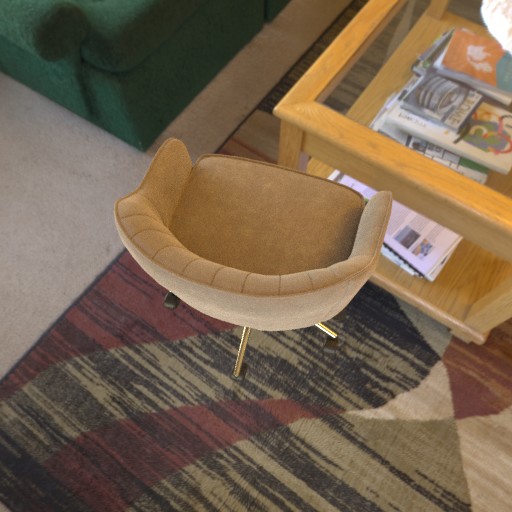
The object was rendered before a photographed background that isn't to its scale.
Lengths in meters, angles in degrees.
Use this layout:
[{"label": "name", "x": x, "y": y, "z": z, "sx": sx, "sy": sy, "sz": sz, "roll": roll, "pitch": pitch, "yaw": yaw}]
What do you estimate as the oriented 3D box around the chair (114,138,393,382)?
[{"label": "chair", "x": 0.000, "y": 0.000, "z": 1.260, "sx": 0.635, "sy": 0.831, "sz": 0.573, "roll": 15, "pitch": 65, "yaw": 7}]
